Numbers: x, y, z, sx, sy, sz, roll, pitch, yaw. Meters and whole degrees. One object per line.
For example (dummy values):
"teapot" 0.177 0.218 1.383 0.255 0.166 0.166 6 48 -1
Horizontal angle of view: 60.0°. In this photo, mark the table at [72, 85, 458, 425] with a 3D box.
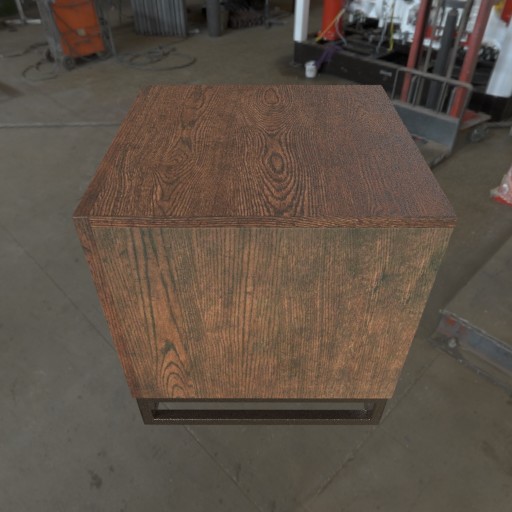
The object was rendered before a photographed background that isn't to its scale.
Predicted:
"table" 0.000 0.000 0.998 0.566 0.582 0.506 0 41 0
